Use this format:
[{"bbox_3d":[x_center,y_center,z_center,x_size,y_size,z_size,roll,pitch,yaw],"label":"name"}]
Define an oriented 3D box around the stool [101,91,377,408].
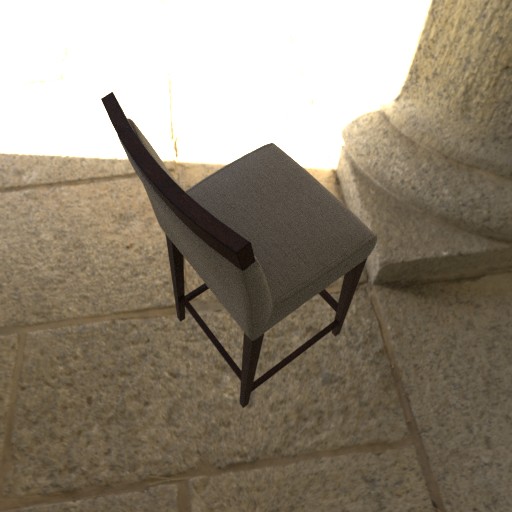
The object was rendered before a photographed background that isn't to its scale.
[{"bbox_3d":[0.000,0.000,1.405,0.531,1.117,0.511,-33,63,-19],"label":"stool"}]
